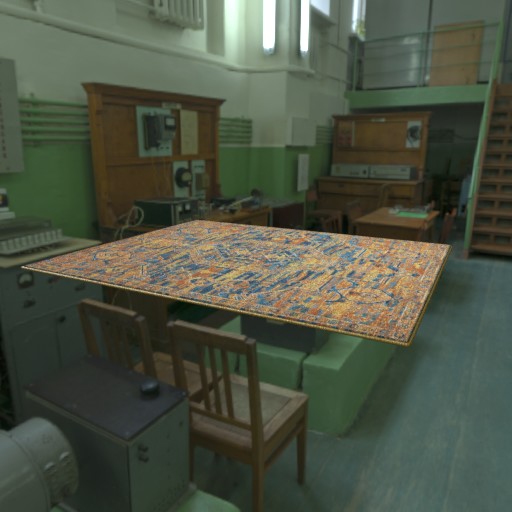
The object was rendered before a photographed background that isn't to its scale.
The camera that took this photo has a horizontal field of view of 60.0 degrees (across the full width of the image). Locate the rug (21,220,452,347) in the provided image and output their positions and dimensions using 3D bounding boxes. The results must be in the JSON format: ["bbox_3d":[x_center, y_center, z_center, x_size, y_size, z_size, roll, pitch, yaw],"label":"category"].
[{"bbox_3d":[0.000,0.000,3.956,3.040,0.031,2.435,8,17,27],"label":"rug"}]
